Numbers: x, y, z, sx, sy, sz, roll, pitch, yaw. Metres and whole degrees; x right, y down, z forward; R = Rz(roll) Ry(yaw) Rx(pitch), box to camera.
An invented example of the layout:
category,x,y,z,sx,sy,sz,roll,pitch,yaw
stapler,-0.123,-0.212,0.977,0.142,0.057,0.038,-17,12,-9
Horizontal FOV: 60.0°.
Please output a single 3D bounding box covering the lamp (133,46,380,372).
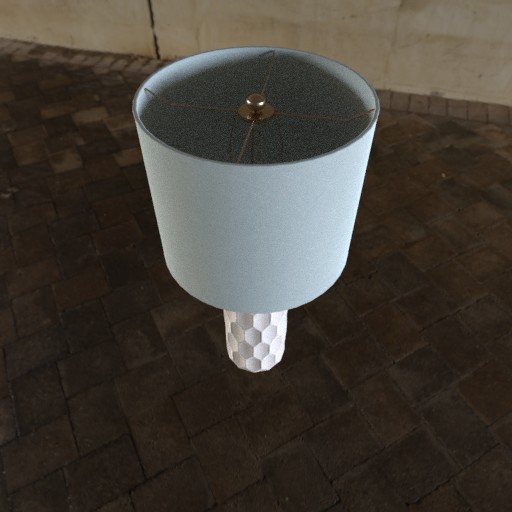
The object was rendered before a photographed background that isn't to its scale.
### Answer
category,x,y,z,sx,sy,sz,roll,pitch,yaw
lamp,0.000,0.000,0.699,0.277,0.534,0.277,-32,55,-27
